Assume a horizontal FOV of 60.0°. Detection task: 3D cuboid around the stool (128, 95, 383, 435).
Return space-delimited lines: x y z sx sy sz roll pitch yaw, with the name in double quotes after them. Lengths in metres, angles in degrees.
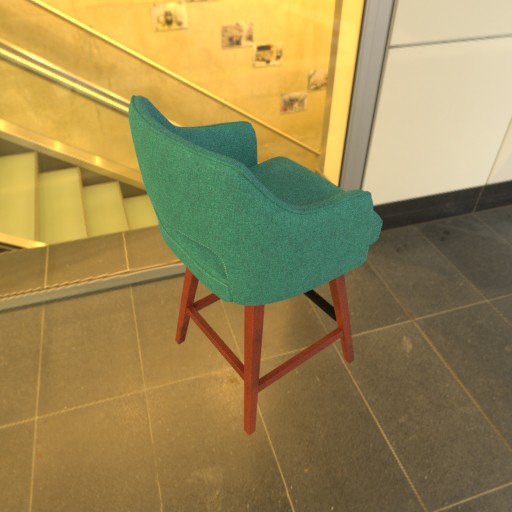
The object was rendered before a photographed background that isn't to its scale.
0.000 0.000 1.320 0.556 0.961 0.548 -26 47 -27 "stool"
